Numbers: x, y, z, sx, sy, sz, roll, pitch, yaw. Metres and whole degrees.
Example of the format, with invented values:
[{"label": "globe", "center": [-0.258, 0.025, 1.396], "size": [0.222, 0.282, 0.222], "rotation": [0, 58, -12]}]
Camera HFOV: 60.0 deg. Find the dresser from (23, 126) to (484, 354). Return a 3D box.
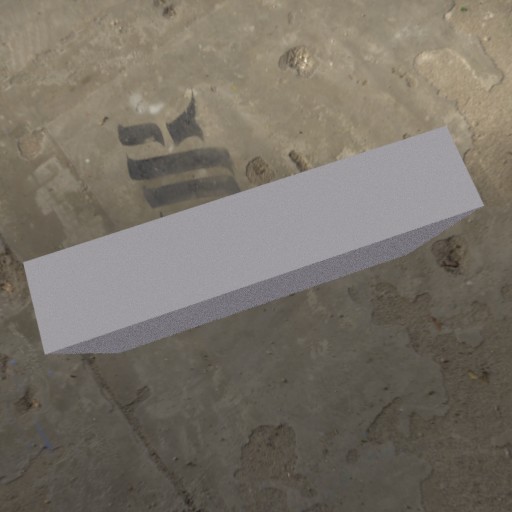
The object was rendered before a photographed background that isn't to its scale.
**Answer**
[{"label": "dresser", "center": [0.000, 0.000, 1.883], "size": [1.535, 0.790, 0.333], "rotation": [-18, 78, -4]}]
